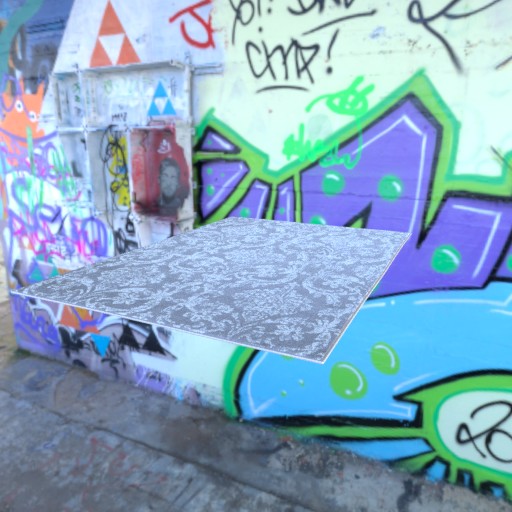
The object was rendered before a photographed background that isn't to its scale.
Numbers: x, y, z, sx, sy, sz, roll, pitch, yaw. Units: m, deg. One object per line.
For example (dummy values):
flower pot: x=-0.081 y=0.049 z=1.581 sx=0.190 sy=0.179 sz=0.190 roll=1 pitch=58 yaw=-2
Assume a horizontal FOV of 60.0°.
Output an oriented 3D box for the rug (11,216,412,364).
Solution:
rug: x=0.000 y=0.000 z=2.775 sx=1.578 sy=0.014 sz=2.206 roll=7 pitch=17 yaw=25
